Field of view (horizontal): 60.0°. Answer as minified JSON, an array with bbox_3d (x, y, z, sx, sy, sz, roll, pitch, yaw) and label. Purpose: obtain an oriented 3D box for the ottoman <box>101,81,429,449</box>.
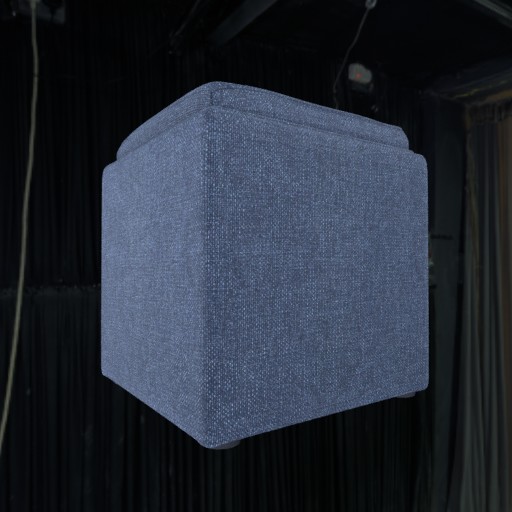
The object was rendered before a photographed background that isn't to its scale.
[{"bbox_3d":[0.000,0.000,0.835,0.454,0.493,0.436,1,-1,-35],"label":"ottoman"}]
